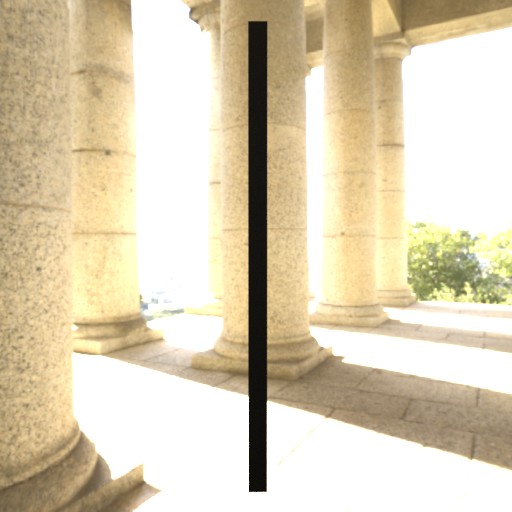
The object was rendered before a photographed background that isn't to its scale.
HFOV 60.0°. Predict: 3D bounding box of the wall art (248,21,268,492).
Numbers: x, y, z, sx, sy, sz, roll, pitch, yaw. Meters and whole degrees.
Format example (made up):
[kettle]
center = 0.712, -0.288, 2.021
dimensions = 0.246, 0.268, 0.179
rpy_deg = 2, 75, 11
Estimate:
[wall art]
center = 0.000, 0.000, 0.585
dimensions = 0.019, 0.455, 0.314
rpy_deg = 0, 1, -1
